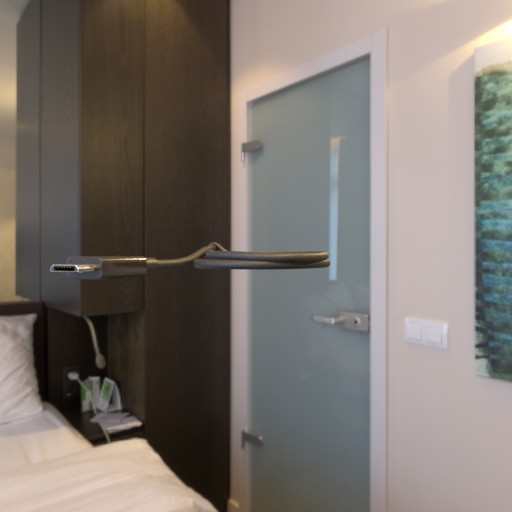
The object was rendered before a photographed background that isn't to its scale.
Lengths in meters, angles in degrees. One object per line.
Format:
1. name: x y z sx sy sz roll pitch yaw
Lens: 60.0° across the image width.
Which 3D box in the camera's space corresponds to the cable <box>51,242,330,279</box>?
1. cable: 0.000 0.000 0.215 0.070 0.014 0.192 0 0 19
